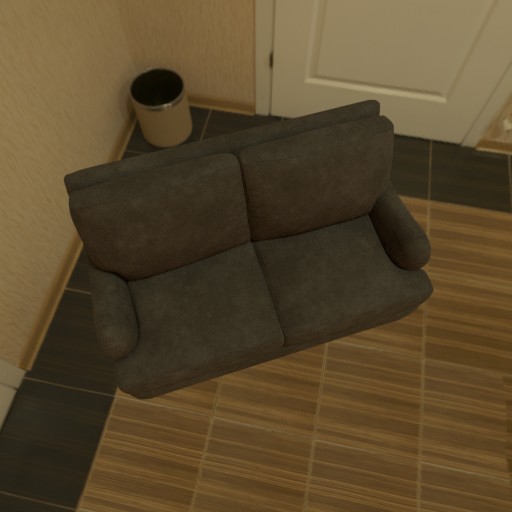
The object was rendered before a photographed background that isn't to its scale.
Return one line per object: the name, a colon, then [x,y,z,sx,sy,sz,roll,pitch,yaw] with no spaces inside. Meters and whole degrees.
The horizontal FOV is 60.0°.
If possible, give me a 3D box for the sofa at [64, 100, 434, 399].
sofa: [0.000,0.000,2.588,1.853,1.101,1.084,-16,65,-8]
